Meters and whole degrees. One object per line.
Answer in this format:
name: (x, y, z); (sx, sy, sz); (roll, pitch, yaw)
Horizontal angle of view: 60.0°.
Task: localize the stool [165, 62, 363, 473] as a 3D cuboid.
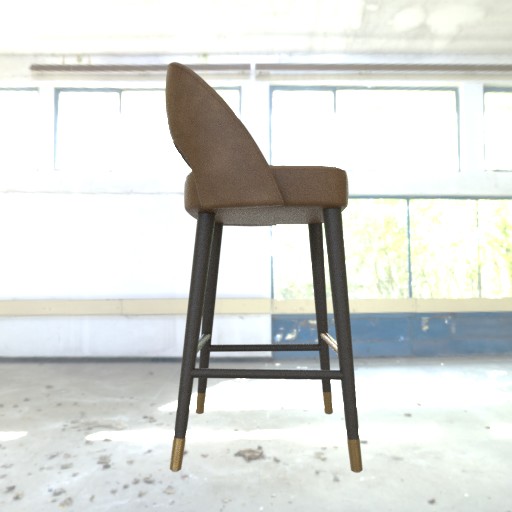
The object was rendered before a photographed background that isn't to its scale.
stool: (0.000, 0.000, 1.285); (0.509, 1.037, 0.494); (0, -2, 1)
